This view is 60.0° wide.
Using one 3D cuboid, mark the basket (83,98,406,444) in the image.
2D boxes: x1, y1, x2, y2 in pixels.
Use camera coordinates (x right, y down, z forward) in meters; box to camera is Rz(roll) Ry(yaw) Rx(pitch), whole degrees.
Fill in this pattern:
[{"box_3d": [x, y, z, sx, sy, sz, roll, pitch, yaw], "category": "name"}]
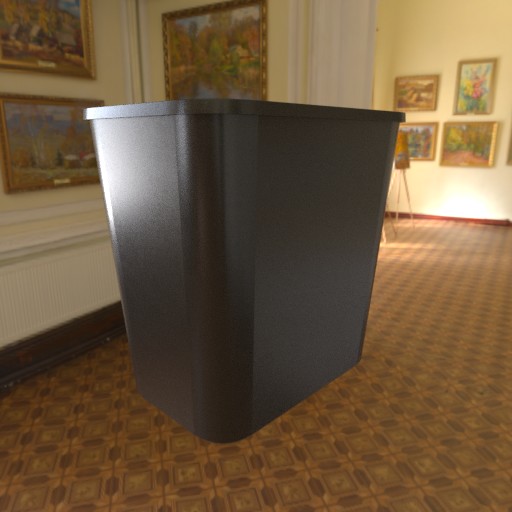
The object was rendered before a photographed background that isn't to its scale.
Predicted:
[{"box_3d": [0.000, 0.000, 0.495, 0.211, 0.307, 0.300, 14, 21, 42], "category": "basket"}]
